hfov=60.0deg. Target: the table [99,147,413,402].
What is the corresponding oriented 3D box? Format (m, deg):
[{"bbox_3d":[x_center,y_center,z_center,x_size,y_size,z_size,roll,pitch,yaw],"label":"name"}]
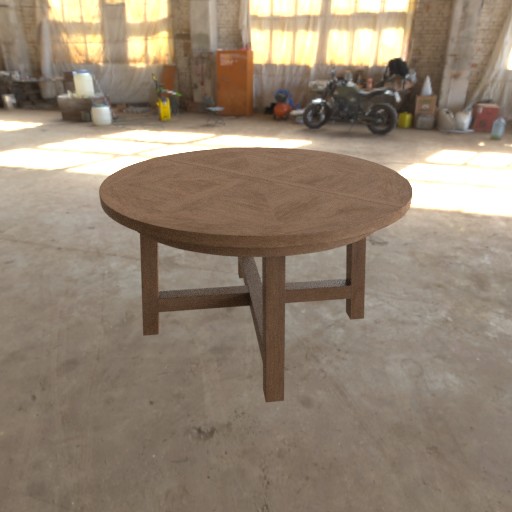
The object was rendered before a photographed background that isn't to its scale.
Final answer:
[{"bbox_3d":[0.000,0.000,2.118,1.319,0.762,1.319,0,25,0],"label":"table"}]
